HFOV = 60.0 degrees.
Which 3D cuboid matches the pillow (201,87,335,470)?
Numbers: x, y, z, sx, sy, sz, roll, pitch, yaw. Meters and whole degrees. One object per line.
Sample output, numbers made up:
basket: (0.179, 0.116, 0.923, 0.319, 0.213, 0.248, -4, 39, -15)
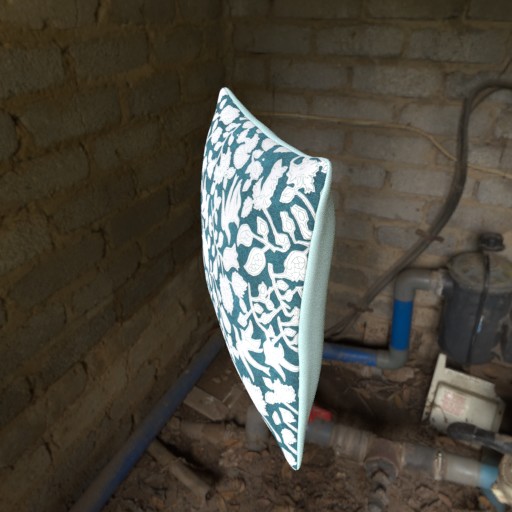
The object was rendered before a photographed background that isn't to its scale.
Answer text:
pillow: (0.000, 0.000, 0.806, 0.166, 0.508, 0.525, -8, 30, -14)
